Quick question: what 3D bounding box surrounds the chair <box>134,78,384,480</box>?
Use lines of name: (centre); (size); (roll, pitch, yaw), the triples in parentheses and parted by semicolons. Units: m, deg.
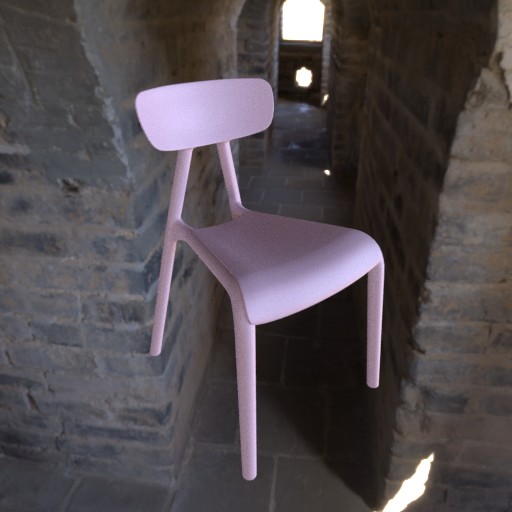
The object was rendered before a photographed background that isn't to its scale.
chair: (0.000, 0.000, 0.837); (0.356, 0.580, 0.401); (-22, 36, -33)
